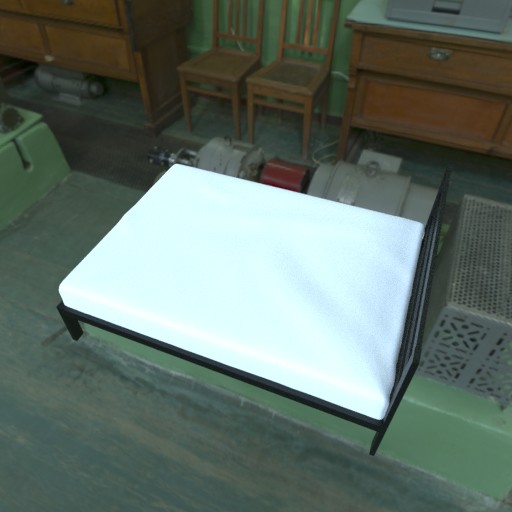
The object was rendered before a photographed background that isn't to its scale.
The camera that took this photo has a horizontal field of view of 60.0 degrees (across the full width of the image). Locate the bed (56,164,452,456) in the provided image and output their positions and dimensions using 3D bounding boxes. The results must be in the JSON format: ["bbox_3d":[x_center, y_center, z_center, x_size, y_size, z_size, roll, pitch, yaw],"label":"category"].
[{"bbox_3d":[0.000,0.000,2.887,2.062,0.967,1.524,16,47,15],"label":"bed"}]
